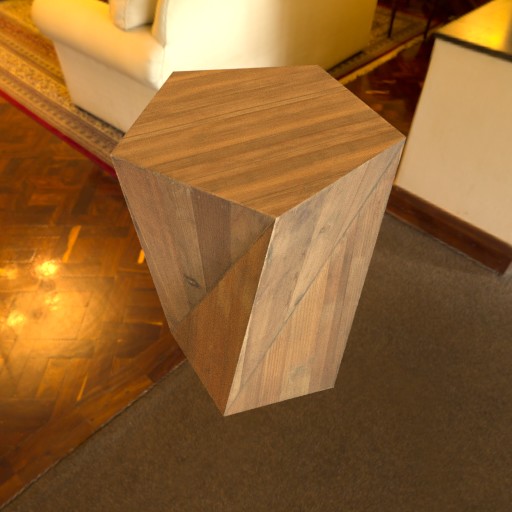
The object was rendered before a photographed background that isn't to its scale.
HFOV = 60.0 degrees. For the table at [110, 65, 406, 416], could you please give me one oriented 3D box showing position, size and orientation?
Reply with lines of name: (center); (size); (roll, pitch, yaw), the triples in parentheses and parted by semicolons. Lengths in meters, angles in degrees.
table: (0.000, 0.000, 0.891); (0.425, 0.604, 0.441); (-3, 47, -3)
